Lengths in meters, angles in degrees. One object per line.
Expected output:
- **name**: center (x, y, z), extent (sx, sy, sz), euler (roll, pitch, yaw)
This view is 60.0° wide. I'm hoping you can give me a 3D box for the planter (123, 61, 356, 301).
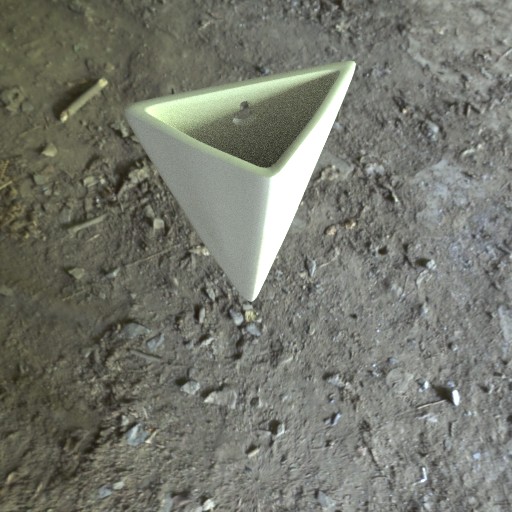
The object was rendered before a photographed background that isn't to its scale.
- **planter**: center (0.000, 0.000, 0.399), extent (0.143, 0.338, 0.065), euler (-14, 64, -7)
